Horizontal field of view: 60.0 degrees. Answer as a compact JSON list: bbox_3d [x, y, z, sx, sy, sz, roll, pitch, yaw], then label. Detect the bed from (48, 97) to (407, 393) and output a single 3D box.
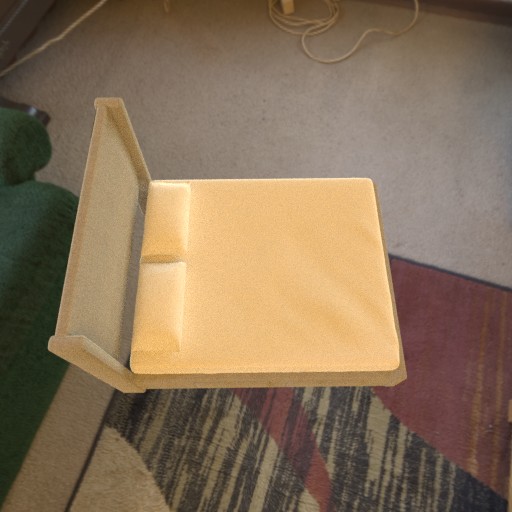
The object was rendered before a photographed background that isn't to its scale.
[{"bbox_3d":[0.000,0.000,3.376,2.222,1.491,1.774,-1,65,0],"label":"bed"}]
